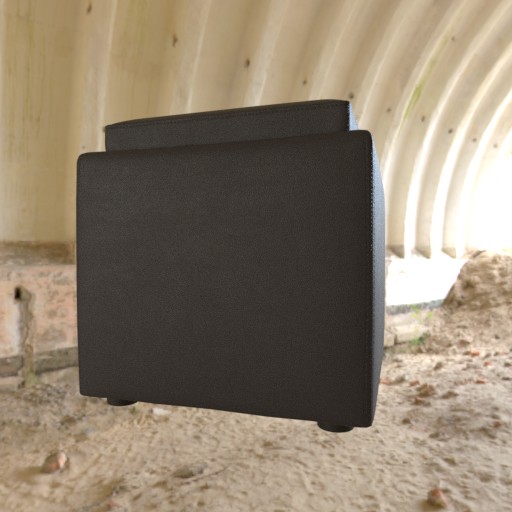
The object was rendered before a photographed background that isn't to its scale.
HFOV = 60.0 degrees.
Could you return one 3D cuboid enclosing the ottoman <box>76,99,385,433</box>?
[{"bbox_3d":[0.000,0.000,0.814,0.450,0.460,0.451,0,0,18],"label":"ottoman"}]
